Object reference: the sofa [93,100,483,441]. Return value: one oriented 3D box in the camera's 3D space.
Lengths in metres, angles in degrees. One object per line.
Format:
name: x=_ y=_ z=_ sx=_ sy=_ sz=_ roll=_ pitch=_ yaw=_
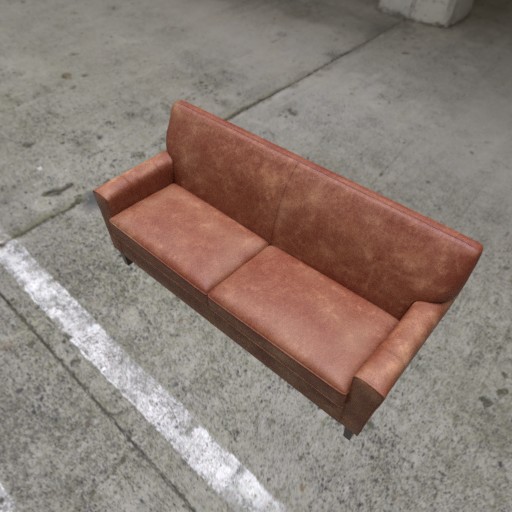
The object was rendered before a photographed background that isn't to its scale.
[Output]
sofa: x=0.000 y=0.000 z=2.575 sx=2.053 sy=0.947 sz=0.805 roll=33 pitch=55 yaw=27
